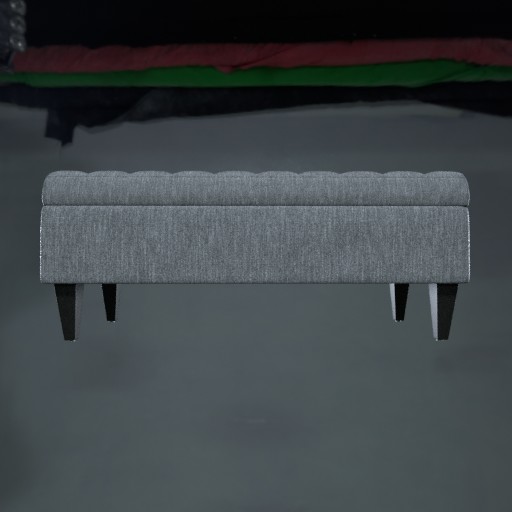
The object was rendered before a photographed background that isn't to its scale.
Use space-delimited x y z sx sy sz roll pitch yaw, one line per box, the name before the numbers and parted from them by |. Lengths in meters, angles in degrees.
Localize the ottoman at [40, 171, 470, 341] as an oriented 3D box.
ottoman | 0.000 0.000 1.407 1.151 0.469 0.482 0 0 -1
